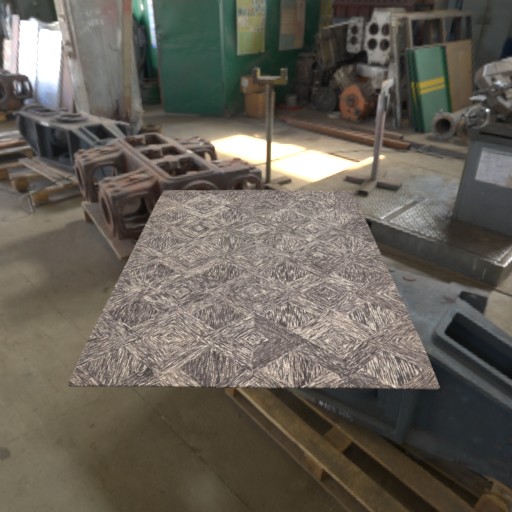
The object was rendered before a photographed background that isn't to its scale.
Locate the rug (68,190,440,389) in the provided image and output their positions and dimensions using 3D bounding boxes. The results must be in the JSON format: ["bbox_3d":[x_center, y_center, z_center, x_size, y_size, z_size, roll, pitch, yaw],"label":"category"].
[{"bbox_3d":[0.000,0.000,5.270,2.997,0.020,4.093,0,31,1],"label":"rug"}]
